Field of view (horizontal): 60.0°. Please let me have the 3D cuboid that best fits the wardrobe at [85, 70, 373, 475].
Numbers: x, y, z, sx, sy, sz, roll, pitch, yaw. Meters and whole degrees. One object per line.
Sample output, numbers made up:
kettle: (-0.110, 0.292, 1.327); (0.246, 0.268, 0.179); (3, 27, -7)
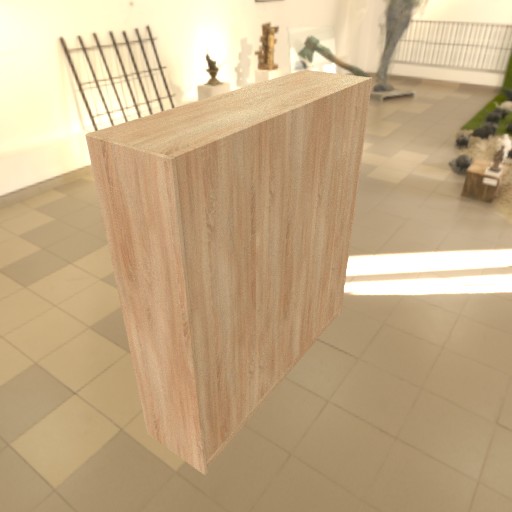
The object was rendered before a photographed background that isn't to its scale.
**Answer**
wardrobe: (0.000, 0.000, 3.160); (0.598, 2.159, 1.998); (21, 38, 29)
